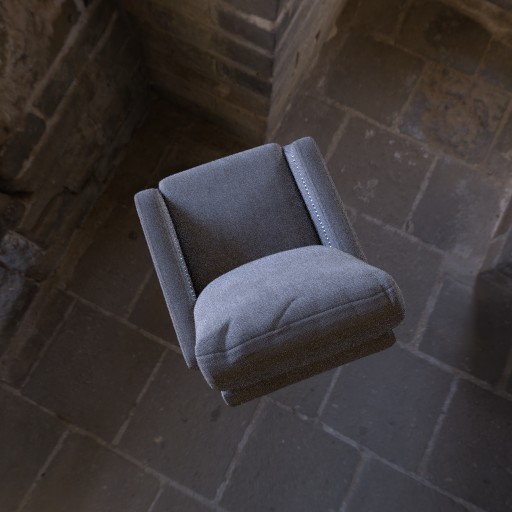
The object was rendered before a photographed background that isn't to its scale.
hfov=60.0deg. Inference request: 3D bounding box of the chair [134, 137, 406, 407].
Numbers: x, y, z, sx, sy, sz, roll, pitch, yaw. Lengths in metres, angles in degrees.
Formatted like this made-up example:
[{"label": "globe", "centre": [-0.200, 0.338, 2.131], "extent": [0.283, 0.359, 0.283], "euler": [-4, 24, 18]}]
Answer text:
[{"label": "chair", "centre": [0.000, 0.000, 1.657], "extent": [0.710, 1.049, 0.922], "euler": [-19, 76, -5]}]
